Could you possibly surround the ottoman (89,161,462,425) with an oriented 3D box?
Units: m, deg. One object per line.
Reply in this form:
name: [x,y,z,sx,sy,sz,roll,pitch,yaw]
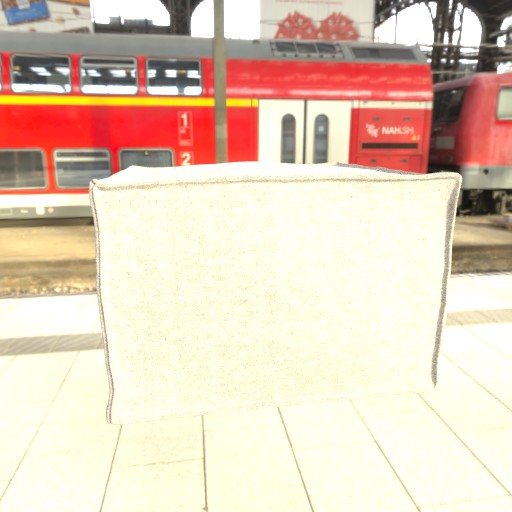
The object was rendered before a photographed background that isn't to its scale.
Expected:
ottoman: [0.000,0.000,1.133,0.707,0.470,0.696,-3,15,-10]
